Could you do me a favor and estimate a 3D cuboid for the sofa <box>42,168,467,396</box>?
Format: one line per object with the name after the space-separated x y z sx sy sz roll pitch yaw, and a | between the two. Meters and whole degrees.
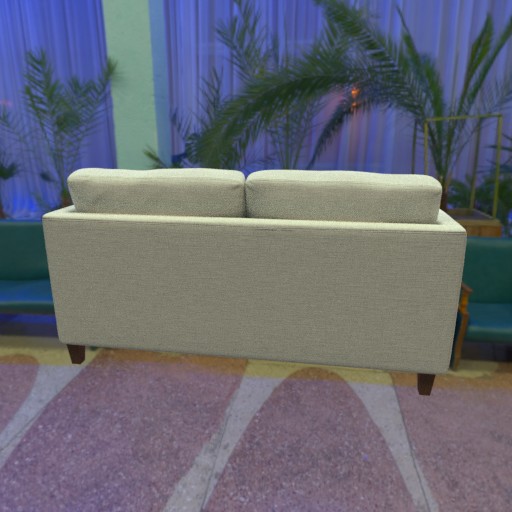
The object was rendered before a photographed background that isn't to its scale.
0.000 0.000 2.373 1.838 0.963 0.950 3 17 9 | sofa
